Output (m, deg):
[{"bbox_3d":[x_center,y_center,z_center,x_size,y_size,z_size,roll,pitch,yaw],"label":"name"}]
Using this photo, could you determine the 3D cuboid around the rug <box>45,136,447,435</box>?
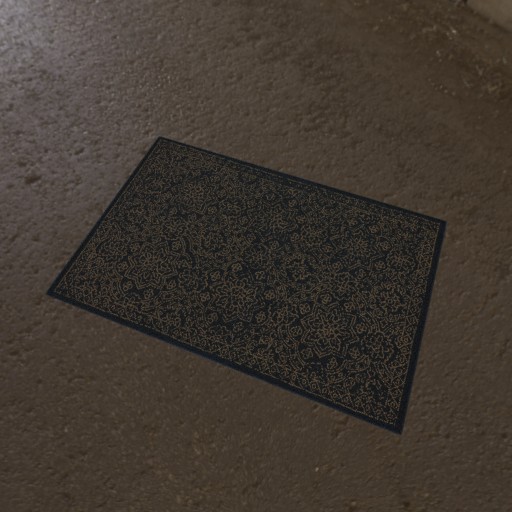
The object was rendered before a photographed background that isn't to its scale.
[{"bbox_3d":[0.000,0.000,2.372,1.829,0.010,1.219,19,60,11],"label":"rug"}]
